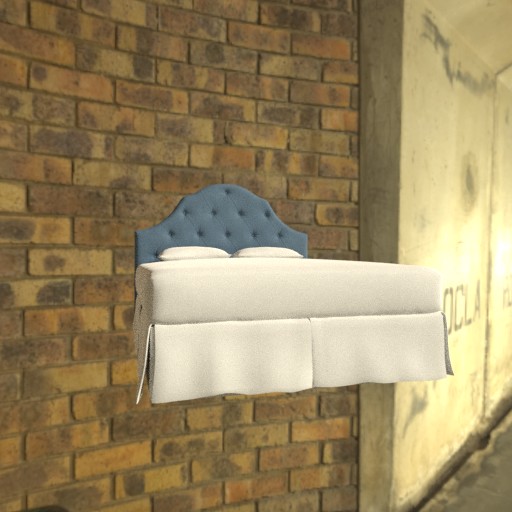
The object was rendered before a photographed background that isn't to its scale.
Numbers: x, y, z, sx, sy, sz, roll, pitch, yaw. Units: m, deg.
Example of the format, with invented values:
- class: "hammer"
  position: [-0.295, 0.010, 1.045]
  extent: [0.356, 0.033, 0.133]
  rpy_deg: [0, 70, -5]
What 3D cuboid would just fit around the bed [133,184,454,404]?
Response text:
- class: "bed"
  position: [0.000, 0.000, 3.789]
  extent: [2.039, 1.617, 2.477]
  rpy_deg: [0, 0, -16]
